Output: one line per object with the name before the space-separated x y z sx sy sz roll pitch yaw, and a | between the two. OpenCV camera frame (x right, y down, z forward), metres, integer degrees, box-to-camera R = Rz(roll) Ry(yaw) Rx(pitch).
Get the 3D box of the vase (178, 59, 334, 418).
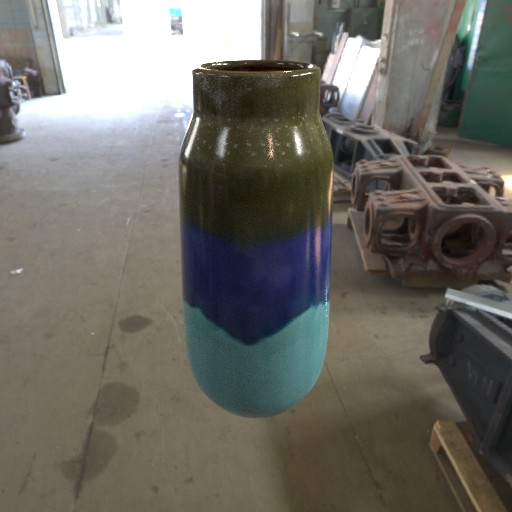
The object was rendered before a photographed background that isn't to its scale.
vase | 0.000 0.000 0.393 0.139 0.313 0.139 0 29 0
